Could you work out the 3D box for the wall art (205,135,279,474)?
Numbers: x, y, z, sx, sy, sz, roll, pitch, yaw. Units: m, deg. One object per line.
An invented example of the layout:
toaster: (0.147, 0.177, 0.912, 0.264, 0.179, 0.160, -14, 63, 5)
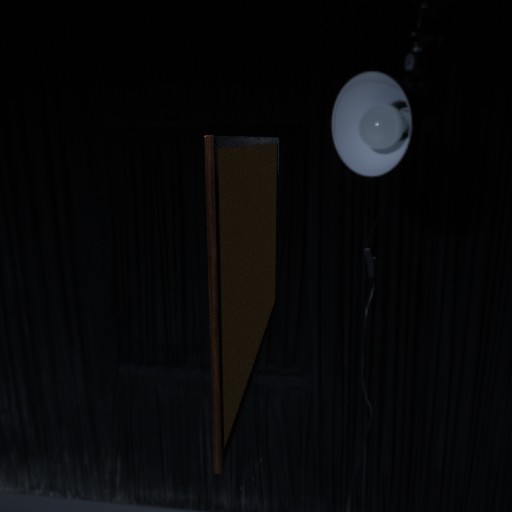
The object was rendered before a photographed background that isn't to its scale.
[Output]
wall art: (0.000, 0.000, 1.077, 0.014, 0.559, 0.816, 2, 15, 9)
